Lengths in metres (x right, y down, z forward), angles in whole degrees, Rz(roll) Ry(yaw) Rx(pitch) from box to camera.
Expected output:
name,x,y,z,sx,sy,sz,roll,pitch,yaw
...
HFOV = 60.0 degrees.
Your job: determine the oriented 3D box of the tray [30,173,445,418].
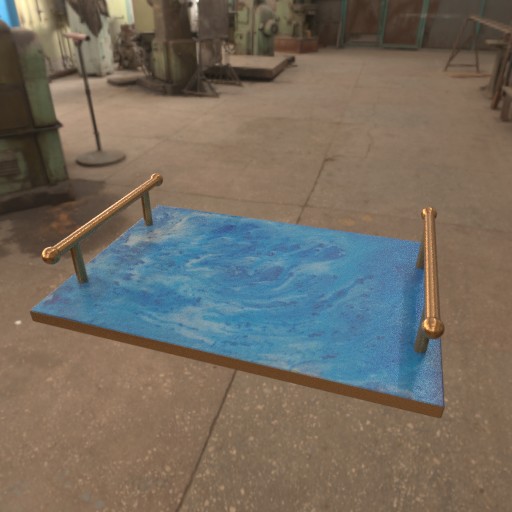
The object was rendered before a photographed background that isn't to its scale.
name,x,y,z,sx,sy,sz,roll,pitch,yaw
tray,0.000,0.000,0.554,0.444,0.084,0.304,9,32,15
